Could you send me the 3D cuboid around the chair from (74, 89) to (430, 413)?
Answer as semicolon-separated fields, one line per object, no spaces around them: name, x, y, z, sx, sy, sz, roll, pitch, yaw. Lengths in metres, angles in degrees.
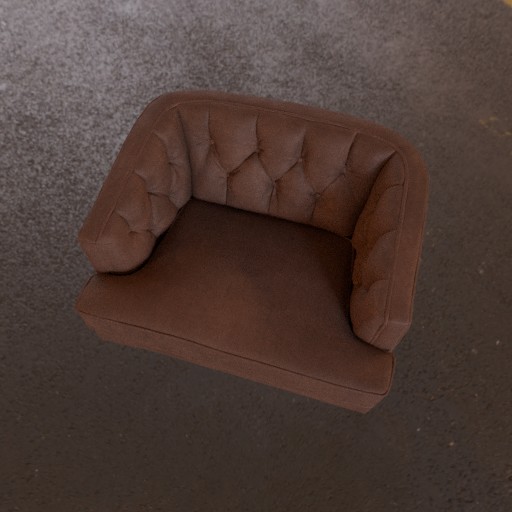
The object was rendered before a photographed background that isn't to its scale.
chair;0.000;0.000;1.717;1.118;0.787;0.914;14;59;9
